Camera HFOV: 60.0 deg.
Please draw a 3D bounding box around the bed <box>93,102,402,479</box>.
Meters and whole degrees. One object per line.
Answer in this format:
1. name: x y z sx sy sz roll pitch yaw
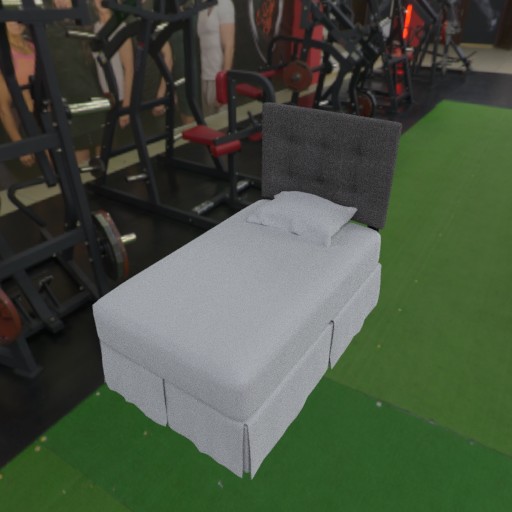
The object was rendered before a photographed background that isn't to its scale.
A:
1. bed: 0.000 0.000 3.065 1.261 1.571 1.997 20 37 29
